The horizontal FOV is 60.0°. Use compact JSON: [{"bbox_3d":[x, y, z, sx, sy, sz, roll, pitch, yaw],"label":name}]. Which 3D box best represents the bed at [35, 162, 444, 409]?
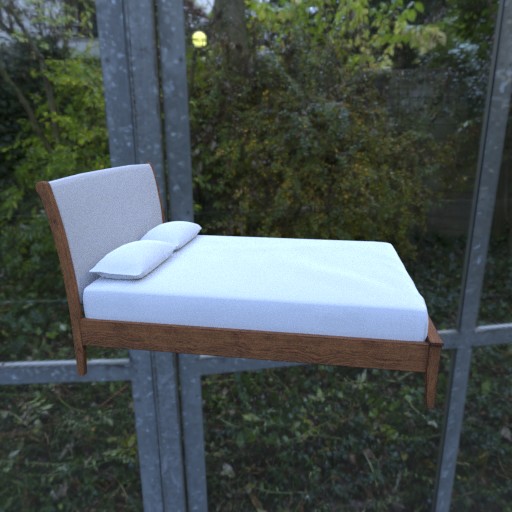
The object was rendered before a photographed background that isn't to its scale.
[{"bbox_3d":[0.000,0.000,2.994,2.108,1.135,1.502,3,16,9],"label":"bed"}]
